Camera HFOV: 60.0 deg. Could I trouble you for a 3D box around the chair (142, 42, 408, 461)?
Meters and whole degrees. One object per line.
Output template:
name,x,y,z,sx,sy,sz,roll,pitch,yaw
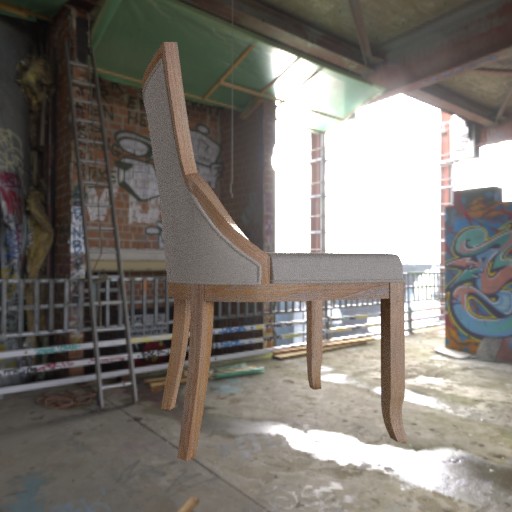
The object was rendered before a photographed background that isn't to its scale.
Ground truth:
chair,0.000,0.000,1.278,0.641,0.947,0.524,0,-1,-18
